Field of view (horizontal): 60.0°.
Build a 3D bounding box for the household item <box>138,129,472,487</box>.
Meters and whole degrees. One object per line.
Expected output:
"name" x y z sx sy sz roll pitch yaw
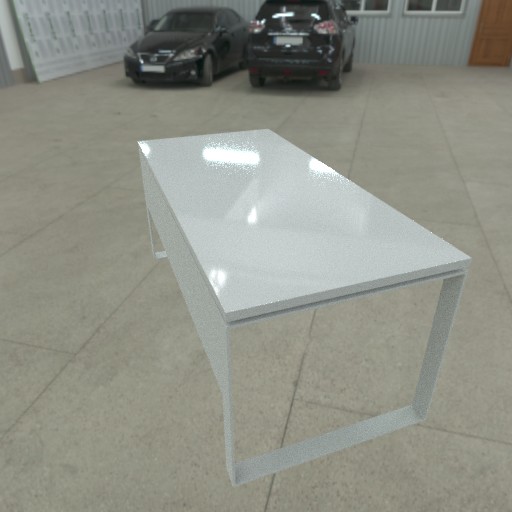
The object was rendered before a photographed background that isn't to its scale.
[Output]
"household item" 0.000 0.000 2.133 0.800 0.745 1.700 -11 32 -18
